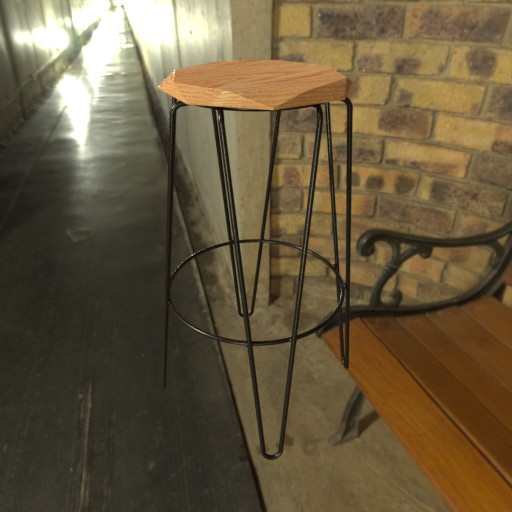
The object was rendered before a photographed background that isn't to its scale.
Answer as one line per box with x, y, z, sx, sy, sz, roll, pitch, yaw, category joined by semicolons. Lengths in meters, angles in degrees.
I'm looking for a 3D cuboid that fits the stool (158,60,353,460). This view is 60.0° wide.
0.000;0.000;0.790;0.326;0.610;0.326;22;38;31;stool
